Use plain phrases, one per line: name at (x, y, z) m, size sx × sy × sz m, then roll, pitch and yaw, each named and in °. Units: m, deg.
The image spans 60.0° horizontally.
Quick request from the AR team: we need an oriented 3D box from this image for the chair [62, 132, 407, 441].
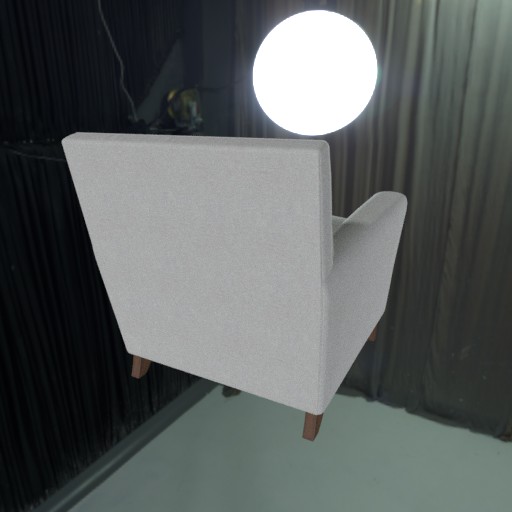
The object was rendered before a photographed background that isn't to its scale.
chair at (0.000, 0.000, 1.547) m, size 0.840 × 0.846 × 0.871 m, roll 10°, pitch 20°, yaw 27°
